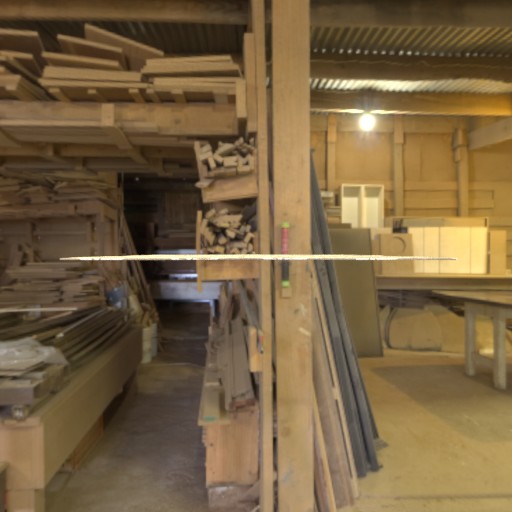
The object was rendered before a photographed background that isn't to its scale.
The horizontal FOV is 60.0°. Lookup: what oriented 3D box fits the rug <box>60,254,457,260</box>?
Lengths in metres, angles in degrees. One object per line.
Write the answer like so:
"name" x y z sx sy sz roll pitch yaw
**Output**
"rug" 0.000 0.000 4.404 2.441 0.020 3.419 0 0 -1
